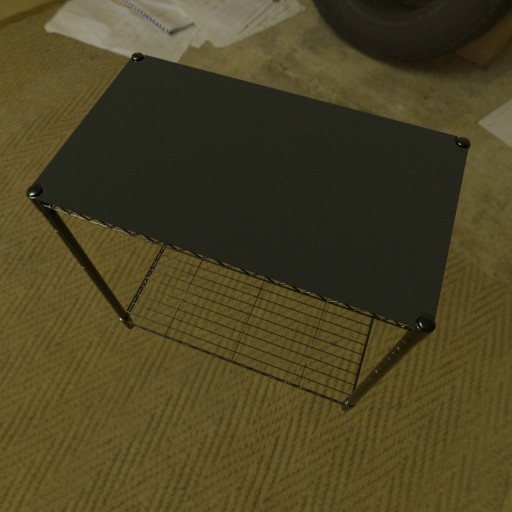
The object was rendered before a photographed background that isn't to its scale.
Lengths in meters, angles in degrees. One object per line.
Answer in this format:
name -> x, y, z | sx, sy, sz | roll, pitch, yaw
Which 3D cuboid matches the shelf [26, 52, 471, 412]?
shelf -> 0.000, 0.000, 0.905 | 0.589, 0.564, 0.338 | 18, 63, 10
